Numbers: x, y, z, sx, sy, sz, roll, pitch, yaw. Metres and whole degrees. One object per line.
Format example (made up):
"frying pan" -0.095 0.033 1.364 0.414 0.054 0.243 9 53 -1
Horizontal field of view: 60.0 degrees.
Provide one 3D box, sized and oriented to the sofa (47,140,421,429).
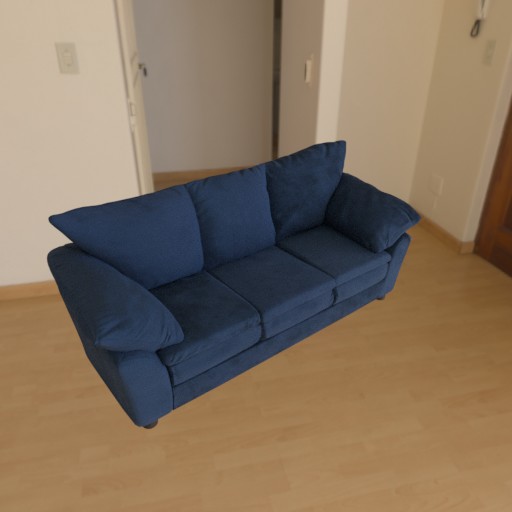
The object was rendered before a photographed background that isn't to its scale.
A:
"sofa" 0.000 0.000 2.857 2.390 1.091 0.907 -21 34 -33
